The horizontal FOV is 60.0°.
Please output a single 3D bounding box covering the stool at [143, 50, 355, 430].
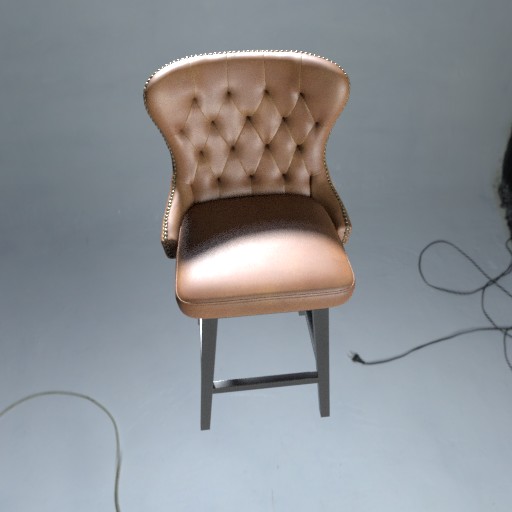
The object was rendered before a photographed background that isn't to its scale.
[{"bbox_3d":[0.000,0.000,1.309,0.528,0.971,0.593,-5,46,-4],"label":"stool"}]
